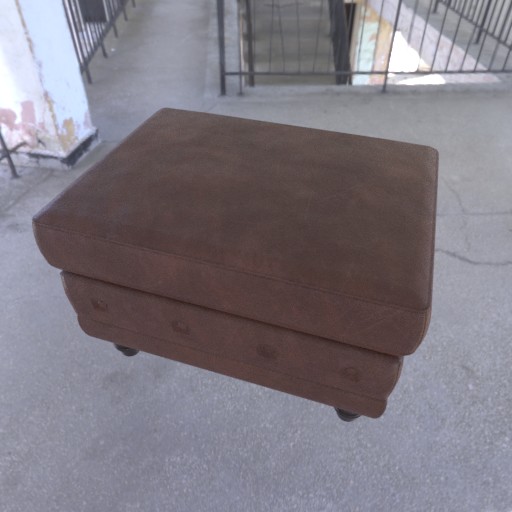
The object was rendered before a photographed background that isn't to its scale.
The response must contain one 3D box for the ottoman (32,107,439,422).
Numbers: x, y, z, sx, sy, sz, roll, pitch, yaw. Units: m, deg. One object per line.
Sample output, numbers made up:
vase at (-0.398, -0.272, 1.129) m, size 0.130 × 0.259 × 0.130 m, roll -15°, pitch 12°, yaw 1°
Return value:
ottoman at (0.000, 0.000, 1.150) m, size 0.795 × 0.509 × 0.588 m, roll 12°, pitch 43°, yaw 14°
